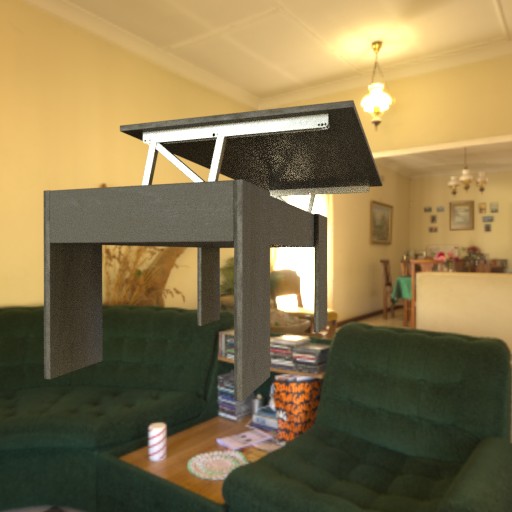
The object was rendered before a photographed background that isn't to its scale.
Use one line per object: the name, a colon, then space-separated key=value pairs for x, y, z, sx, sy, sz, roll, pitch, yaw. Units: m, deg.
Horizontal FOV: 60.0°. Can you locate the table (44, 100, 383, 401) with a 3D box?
table: x=0.000 y=0.000 z=1.387 sx=0.711 sy=0.570 sz=1.000 roll=0 pitch=0 yaw=19
